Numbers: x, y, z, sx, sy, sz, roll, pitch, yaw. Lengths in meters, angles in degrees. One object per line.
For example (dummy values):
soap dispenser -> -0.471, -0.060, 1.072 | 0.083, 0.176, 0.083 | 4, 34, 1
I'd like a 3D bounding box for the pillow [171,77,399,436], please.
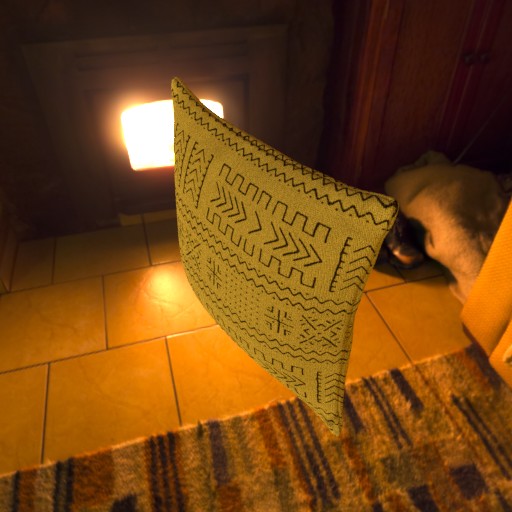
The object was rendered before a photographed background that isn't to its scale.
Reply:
pillow -> 0.000, 0.000, 0.676 | 0.164, 0.430, 0.438 | -26, 47, -27
